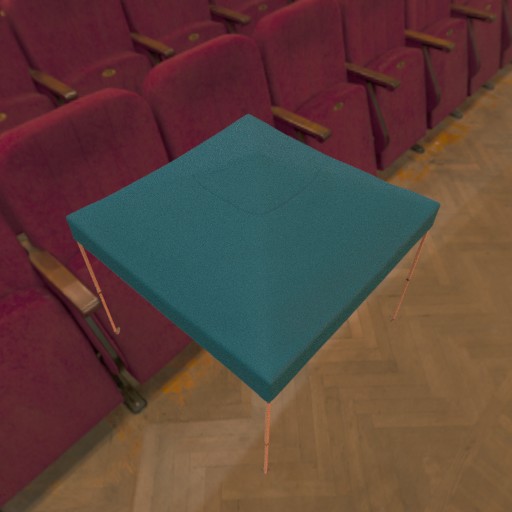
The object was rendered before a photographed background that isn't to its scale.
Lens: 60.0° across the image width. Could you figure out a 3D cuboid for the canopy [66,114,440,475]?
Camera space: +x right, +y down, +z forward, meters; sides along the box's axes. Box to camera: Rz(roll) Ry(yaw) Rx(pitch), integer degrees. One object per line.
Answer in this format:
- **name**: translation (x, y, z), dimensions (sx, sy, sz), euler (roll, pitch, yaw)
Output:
- **canopy**: translation (0.000, 0.000, 5.489), dimensions (2.996, 2.997, 2.998), euler (33, 55, 27)
